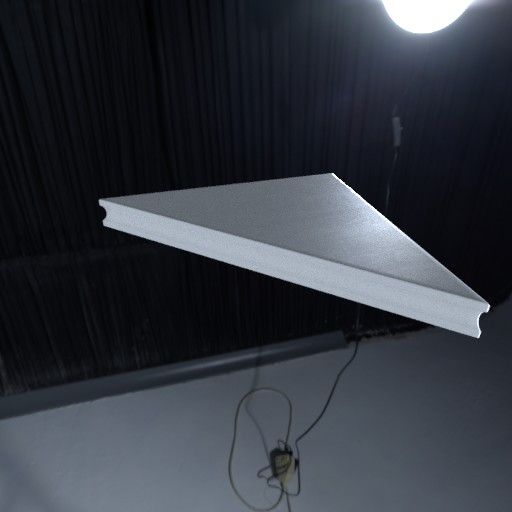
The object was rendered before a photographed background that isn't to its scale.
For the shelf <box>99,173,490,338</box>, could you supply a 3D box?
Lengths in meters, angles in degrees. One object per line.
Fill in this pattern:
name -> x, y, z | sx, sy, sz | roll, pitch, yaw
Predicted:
shelf -> 0.000, 0.000, 0.438 | 0.296, 0.035, 0.296 | -9, 32, -14
